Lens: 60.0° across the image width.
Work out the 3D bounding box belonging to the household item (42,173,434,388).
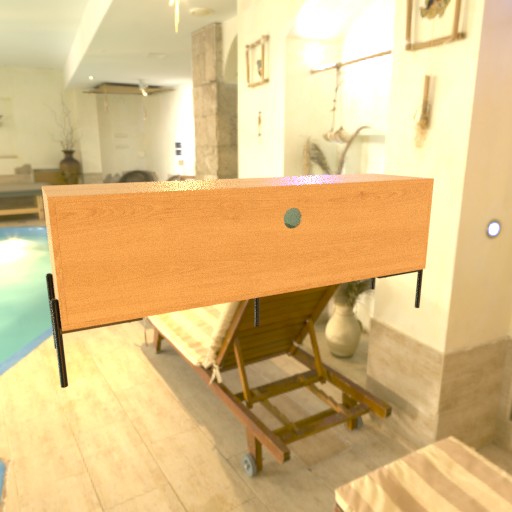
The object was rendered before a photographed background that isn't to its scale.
[{"bbox_3d":[0.000,0.000,1.807,1.550,0.600,0.400,-7,16,-26],"label":"household item"}]
